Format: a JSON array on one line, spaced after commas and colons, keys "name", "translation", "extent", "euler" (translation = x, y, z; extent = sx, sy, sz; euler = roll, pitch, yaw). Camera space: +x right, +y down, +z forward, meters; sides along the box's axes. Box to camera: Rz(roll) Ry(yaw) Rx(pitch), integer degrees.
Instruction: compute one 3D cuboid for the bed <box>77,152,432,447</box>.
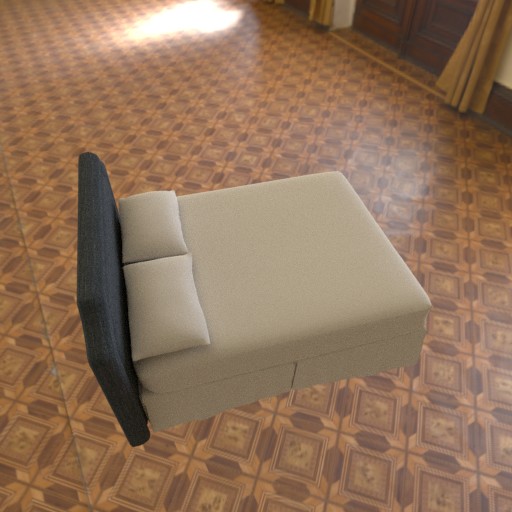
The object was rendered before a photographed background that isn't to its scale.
[{"name": "bed", "translation": [0.000, 0.000, 3.280], "extent": [2.208, 1.297, 1.828], "euler": [-11, 47, -11]}]
